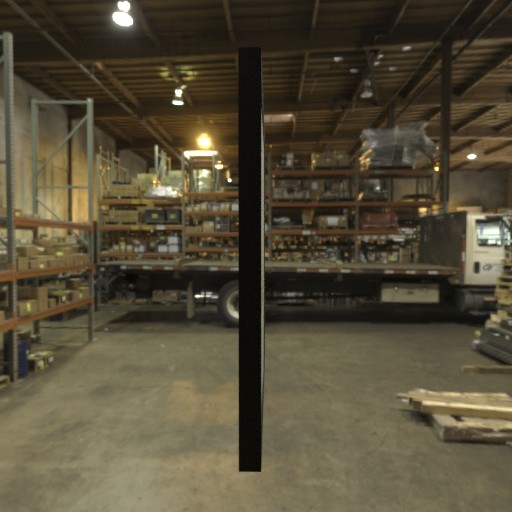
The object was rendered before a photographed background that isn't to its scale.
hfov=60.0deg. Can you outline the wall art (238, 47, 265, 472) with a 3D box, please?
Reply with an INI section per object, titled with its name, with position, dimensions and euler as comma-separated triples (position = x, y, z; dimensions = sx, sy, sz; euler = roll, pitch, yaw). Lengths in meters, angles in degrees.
[wall art]
position = 0.000, 0.000, 1.183
dimensions = 0.042, 0.766, 0.769
euler = 0, 2, 2
